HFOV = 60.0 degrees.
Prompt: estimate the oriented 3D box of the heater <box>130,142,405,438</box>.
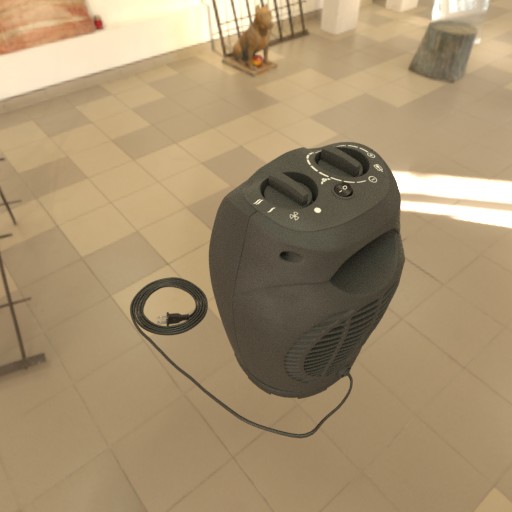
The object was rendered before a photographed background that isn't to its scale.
[{"bbox_3d":[0.000,0.000,0.473,0.239,0.255,0.291,-31,53,-27],"label":"heater"}]
